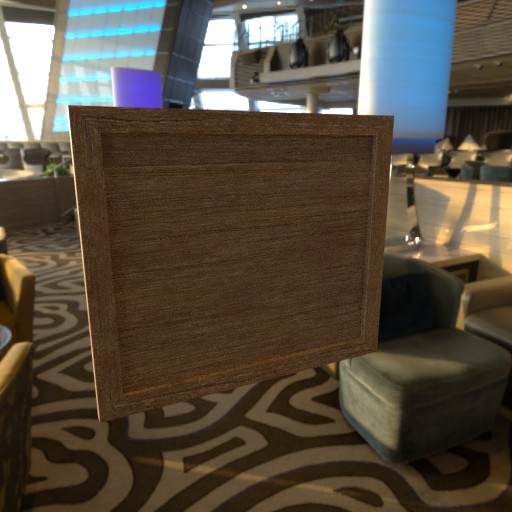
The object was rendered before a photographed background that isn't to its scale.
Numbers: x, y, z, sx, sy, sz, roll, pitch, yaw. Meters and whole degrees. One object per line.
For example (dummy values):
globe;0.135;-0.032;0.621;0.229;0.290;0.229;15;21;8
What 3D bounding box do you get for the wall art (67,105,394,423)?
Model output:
wall art;0.000;0.000;0.948;0.690;0.588;0.026;-7;16;-25
